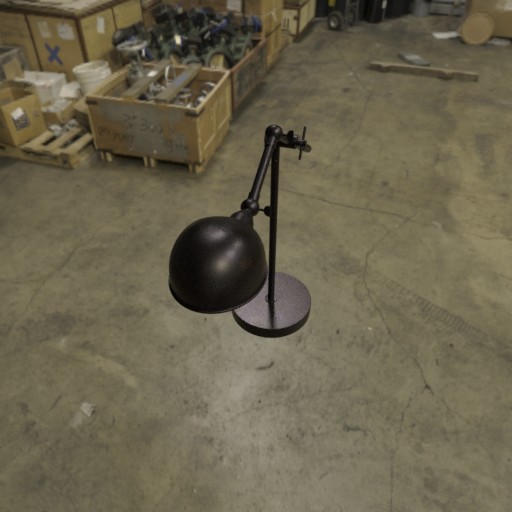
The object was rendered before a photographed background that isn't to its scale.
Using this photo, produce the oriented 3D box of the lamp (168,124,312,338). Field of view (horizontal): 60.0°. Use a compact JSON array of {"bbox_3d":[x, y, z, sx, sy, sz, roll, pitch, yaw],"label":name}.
[{"bbox_3d":[0.000,0.000,0.806,0.185,0.495,0.567,12,42,14],"label":"lamp"}]
